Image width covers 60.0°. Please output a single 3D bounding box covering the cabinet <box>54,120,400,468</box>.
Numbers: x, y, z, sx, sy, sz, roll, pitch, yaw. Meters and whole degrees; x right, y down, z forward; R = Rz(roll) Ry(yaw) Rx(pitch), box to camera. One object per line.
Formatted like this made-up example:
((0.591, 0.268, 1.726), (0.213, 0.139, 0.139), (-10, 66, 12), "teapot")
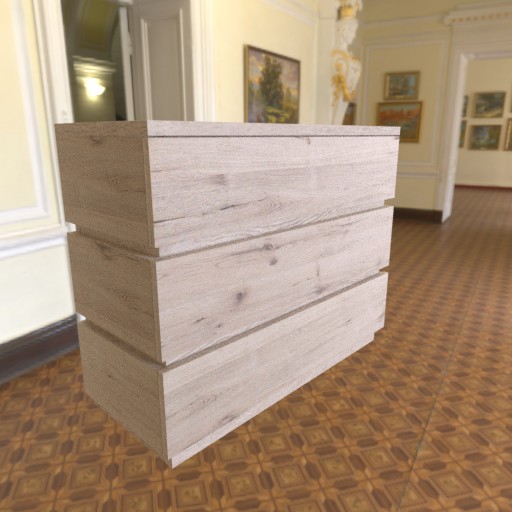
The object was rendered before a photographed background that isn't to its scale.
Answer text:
((0.000, 0.000, 1.452), (0.420, 0.820, 1.040), (14, 21, 42), "cabinet")
